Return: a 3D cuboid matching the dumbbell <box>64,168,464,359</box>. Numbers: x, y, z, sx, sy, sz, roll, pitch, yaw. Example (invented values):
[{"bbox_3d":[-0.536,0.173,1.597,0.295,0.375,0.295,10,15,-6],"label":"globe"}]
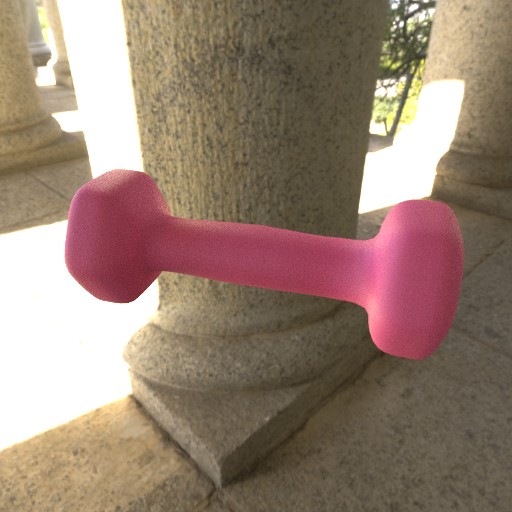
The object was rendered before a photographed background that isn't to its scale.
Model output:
[{"bbox_3d":[0.000,0.000,0.174,0.146,0.053,0.058,9,32,14],"label":"dumbbell"}]
